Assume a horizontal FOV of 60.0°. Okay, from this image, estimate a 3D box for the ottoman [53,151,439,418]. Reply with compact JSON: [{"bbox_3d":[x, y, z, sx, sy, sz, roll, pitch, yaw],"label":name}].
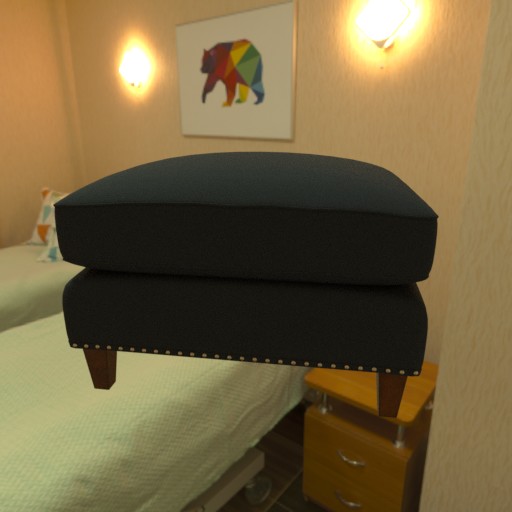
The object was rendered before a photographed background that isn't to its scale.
[{"bbox_3d":[0.000,0.000,1.132,0.741,0.513,0.584,3,18,9],"label":"ottoman"}]
